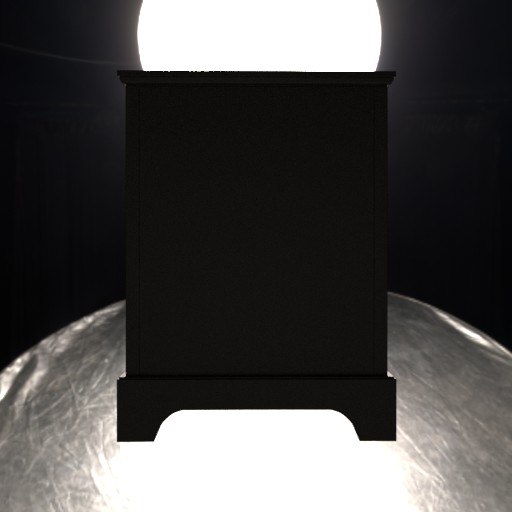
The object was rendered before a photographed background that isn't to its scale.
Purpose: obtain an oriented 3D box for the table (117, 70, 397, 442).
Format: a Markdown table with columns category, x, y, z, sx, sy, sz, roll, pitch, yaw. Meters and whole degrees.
| category | x | y | z | sx | sy | sz | roll | pitch | yaw |
| --- | --- | --- | --- | --- | --- | --- | --- | --- | --- |
| table | 0.000 | 0.000 | 0.927 | 0.460 | 0.610 | 0.399 | 0 | 0 | 0 |
